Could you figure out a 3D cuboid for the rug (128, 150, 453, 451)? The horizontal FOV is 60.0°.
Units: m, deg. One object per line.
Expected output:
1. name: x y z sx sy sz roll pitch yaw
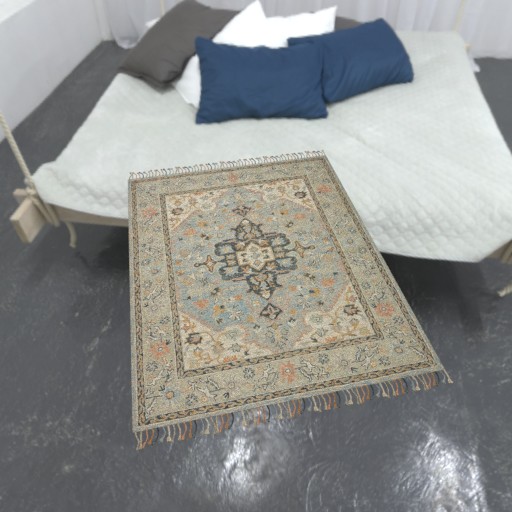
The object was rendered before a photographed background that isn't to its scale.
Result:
1. rug: 0.000 0.000 4.250 2.379 0.011 3.221 -9 47 -8
